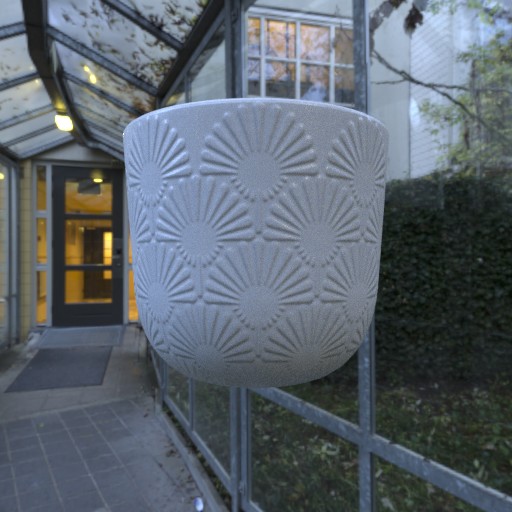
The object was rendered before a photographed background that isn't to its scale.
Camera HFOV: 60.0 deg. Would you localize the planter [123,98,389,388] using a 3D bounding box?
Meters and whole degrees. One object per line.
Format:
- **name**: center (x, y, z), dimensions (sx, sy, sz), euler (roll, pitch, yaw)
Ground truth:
- **planter**: center (0.000, 0.000, 0.295), dimensions (0.170, 0.152, 0.170), euler (0, 0, 0)
